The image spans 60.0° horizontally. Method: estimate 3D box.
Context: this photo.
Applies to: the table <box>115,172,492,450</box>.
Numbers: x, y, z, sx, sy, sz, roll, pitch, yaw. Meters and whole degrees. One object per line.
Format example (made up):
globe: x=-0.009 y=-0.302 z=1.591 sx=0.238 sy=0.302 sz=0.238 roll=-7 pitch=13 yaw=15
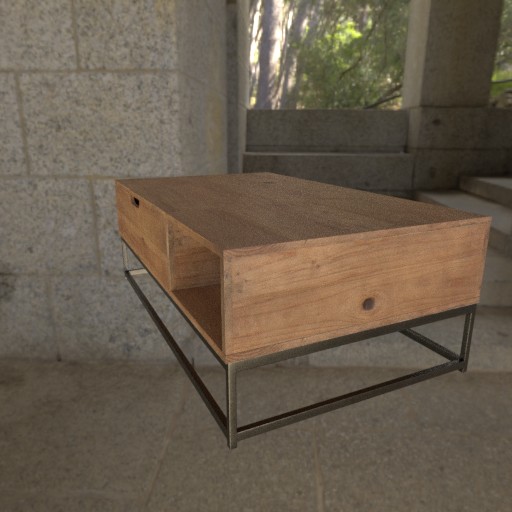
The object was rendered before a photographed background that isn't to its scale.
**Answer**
table: x=0.000 y=0.000 z=1.392 sx=0.655 sy=0.395 sz=1.101 roll=-8 pitch=18 yaw=-25
